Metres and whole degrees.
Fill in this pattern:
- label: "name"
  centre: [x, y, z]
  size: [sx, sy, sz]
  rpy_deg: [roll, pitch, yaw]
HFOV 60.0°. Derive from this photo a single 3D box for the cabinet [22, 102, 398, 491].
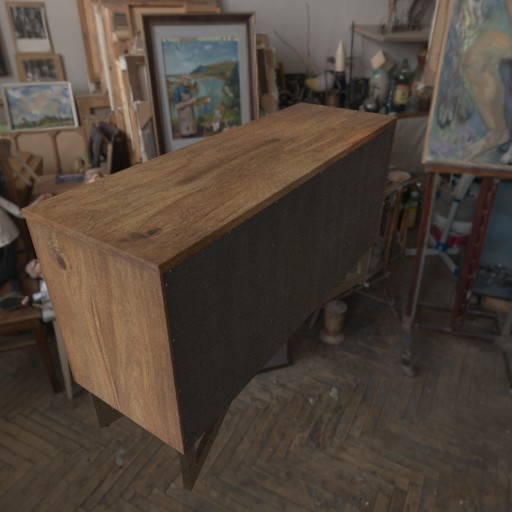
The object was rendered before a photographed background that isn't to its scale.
- label: "cabinet"
  centre: [0.000, 0.000, 1.659]
  size: [0.480, 0.812, 1.373]
  rpy_deg: [19, 36, 29]
